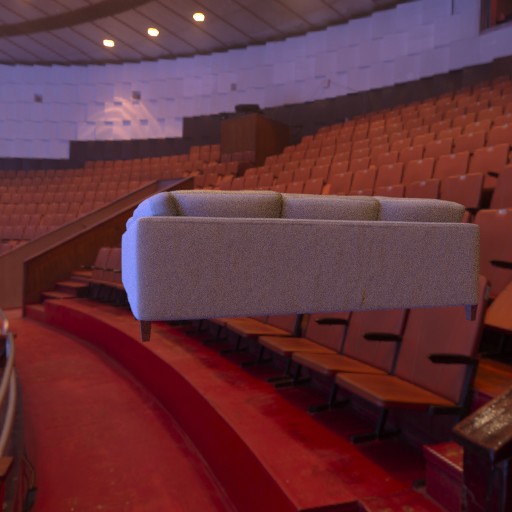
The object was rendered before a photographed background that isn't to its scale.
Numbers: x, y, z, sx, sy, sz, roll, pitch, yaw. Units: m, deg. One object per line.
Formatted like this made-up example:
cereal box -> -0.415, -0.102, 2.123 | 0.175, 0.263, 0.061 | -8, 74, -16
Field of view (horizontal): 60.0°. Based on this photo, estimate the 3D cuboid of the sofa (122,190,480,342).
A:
sofa -> 0.000, 0.000, 4.525 | 2.592, 0.947, 3.301 | 0, 1, -18
